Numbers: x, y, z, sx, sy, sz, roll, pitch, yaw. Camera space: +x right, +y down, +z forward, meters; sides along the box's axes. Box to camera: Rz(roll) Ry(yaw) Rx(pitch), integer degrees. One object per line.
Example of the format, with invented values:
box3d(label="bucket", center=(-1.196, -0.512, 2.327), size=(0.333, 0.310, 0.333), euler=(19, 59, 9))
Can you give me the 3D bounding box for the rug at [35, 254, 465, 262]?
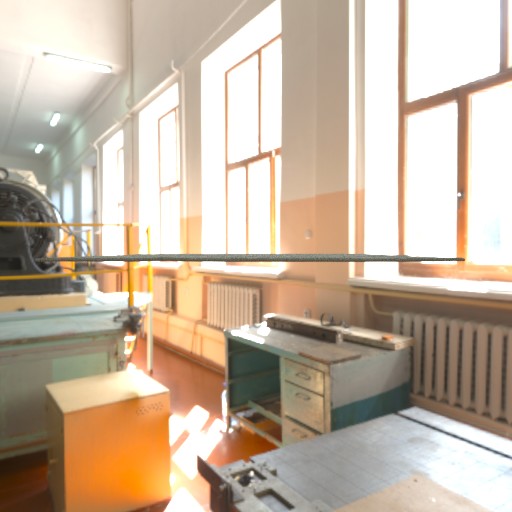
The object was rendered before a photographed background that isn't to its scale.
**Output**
box3d(label="rug", center=(0.000, 0.000, 0.879), size=(0.548, 0.006, 0.639), euler=(0, 1, 2))
